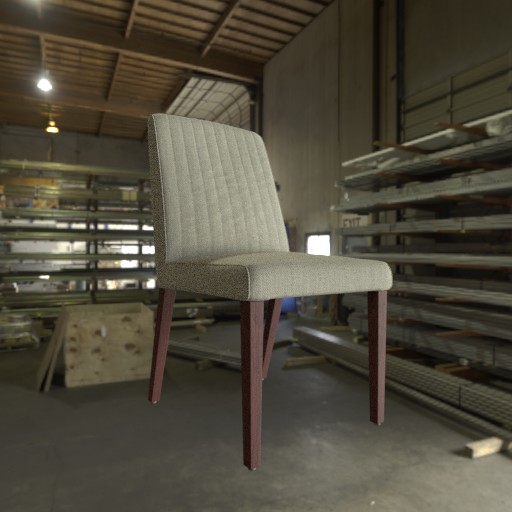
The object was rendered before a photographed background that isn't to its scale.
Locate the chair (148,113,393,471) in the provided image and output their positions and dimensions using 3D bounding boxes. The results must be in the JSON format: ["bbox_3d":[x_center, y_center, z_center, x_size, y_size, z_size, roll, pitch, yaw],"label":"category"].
[{"bbox_3d":[0.000,0.000,1.277,0.480,0.900,0.594,0,1,-36],"label":"chair"}]
